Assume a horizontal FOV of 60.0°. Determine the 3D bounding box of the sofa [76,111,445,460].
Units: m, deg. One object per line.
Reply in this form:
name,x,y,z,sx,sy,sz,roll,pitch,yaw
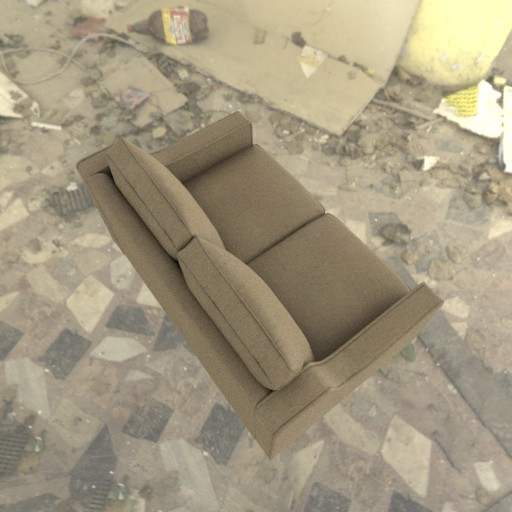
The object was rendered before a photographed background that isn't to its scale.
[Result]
sofa,0.000,0.000,2.192,0.985,0.981,1.503,-33,64,-18
